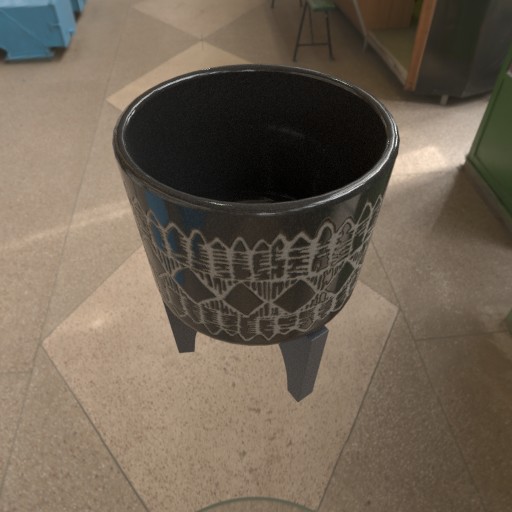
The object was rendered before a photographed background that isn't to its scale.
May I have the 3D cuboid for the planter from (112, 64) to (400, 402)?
[{"bbox_3d":[0.000,0.000,0.266,0.129,0.177,0.129,0,46,0],"label":"planter"}]
